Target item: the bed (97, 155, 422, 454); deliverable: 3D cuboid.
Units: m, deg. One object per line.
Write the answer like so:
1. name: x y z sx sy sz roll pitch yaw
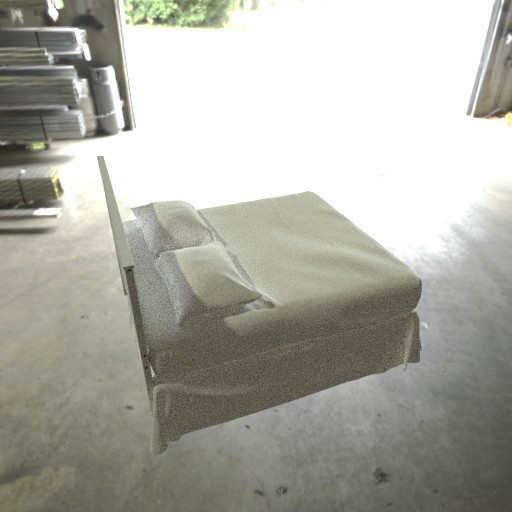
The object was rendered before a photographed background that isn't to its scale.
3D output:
1. bed: 0.000 0.000 3.344 2.047 1.269 1.876 -11 34 -18
